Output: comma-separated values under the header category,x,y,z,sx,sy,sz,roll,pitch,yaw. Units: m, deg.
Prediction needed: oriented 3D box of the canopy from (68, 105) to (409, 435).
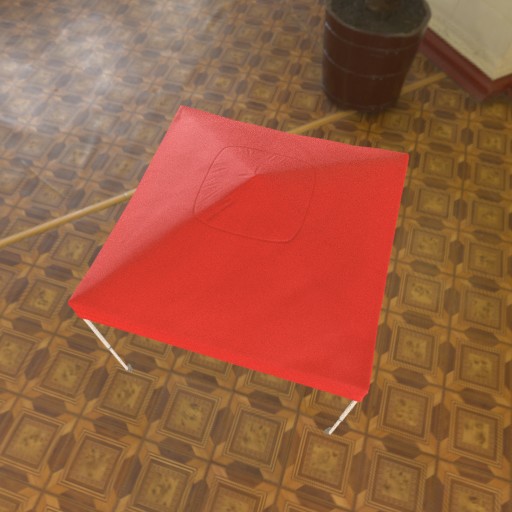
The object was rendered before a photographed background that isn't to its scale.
category,x,y,z,sx,sy,sz,roll,pitch,yaw
canopy,0.000,0.000,5.493,2.996,2.997,2.998,15,60,9
